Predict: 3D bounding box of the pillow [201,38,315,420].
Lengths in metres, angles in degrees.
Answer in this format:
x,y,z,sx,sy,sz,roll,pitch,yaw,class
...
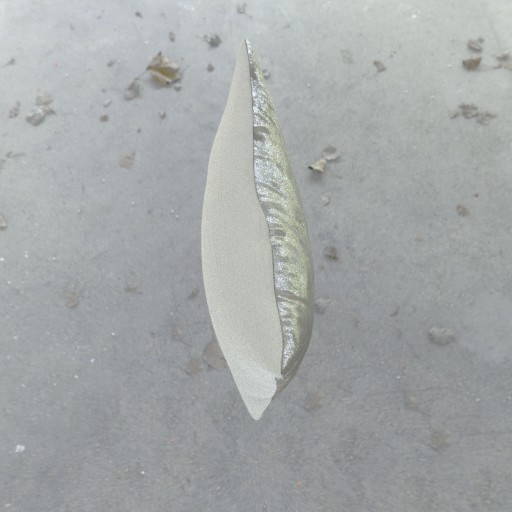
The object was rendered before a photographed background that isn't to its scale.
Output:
x,y,z,sx,sy,sz,roll,pitch,yaw,class
0.000,0.000,0.727,0.175,0.464,0.470,-4,65,-2,pillow
